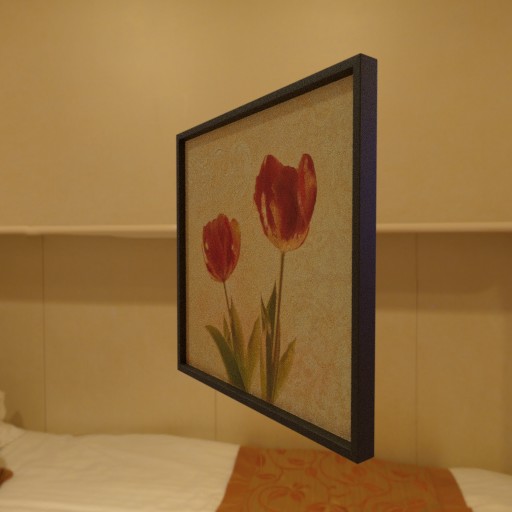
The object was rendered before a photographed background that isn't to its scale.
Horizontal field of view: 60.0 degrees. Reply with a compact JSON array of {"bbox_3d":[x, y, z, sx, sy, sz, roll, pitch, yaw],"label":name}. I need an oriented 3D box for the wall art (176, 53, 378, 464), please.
[{"bbox_3d":[0.000,0.000,0.528,0.038,0.349,0.349,-1,2,-36],"label":"wall art"}]
